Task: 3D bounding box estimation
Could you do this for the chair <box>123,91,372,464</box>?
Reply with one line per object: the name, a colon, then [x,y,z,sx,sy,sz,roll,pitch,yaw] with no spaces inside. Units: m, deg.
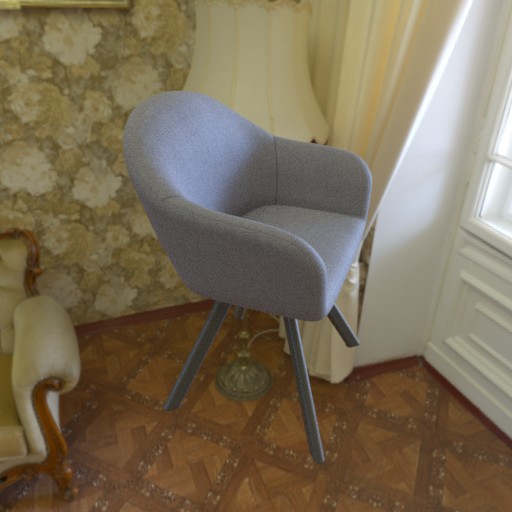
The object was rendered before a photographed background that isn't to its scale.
chair: [0.000,0.000,1.173,0.550,0.795,0.590,11,31,19]
